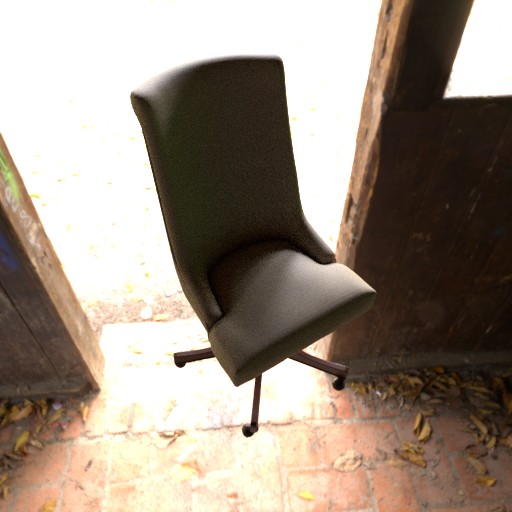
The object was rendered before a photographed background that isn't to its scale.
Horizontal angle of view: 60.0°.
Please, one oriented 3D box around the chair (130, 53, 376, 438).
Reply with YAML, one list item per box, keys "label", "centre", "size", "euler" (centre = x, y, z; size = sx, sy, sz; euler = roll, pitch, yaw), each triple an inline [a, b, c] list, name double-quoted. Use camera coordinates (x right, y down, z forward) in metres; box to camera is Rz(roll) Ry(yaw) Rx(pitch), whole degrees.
- label: "chair"
  centre: [0.000, 0.000, 1.406]
  size: [0.645, 1.010, 0.696]
  euler: [-25, 51, -22]
